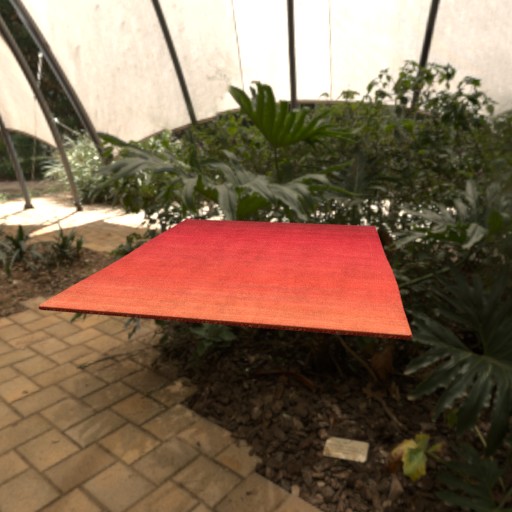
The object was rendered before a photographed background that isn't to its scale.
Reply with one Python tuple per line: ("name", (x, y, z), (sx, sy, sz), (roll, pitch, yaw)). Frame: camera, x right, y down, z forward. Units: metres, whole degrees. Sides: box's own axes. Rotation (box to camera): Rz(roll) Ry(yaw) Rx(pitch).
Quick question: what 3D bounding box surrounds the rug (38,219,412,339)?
("rug", (0.000, 0.000, 4.018), (2.340, 0.028, 2.905), (3, 16, 10))
